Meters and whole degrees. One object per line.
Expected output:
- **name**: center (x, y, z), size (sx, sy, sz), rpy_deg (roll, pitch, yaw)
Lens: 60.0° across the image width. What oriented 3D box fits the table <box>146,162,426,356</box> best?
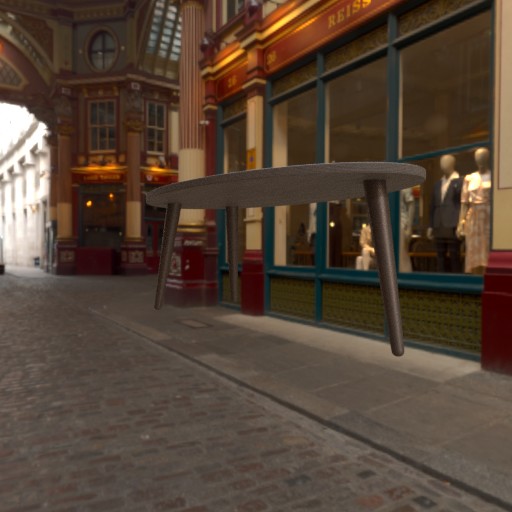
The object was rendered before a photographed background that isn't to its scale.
- **table**: center (0.000, 0.000, 1.329), size (0.542, 0.390, 1.083), rpy_deg (-1, 2, -35)
